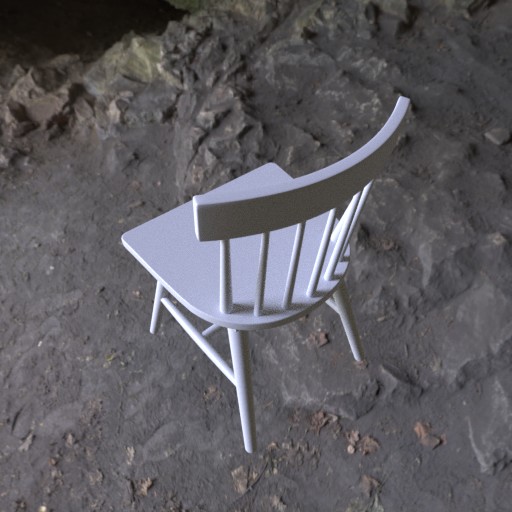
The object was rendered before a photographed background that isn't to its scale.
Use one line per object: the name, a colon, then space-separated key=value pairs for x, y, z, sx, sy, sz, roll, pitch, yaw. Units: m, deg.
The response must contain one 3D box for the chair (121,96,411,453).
chair: x=0.000 y=0.000 z=1.078 sx=0.483 sy=0.787 sz=0.500 roll=-31 pitch=54 yaw=-26
